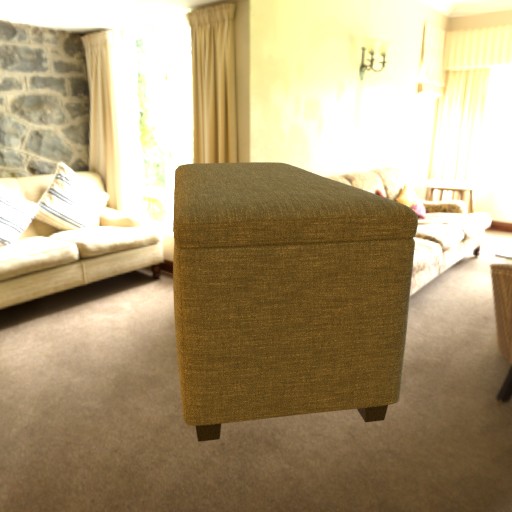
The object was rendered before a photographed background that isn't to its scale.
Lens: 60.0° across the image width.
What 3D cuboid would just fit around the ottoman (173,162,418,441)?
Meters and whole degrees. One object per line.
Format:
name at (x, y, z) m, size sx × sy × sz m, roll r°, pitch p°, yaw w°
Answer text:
ottoman at (0.000, 0.000, 1.159) m, size 0.419 × 0.432 × 0.902 m, roll -3°, pitch 17°, yaw -9°
